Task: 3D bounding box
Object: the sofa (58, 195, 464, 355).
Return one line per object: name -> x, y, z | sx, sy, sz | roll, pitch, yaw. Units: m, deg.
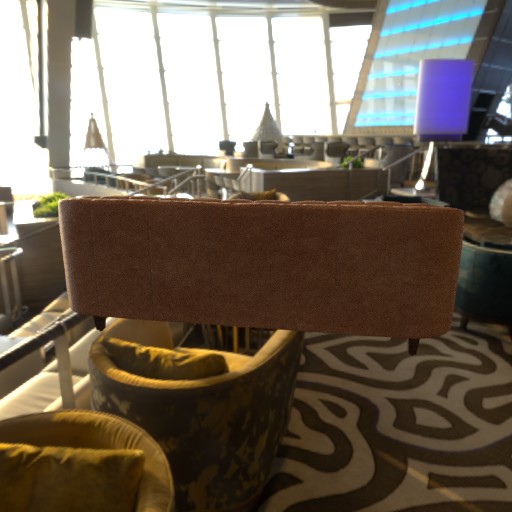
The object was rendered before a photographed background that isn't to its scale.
sofa -> 0.000, 0.000, 2.688 | 2.257, 0.791, 0.922 | 3, 15, 9
